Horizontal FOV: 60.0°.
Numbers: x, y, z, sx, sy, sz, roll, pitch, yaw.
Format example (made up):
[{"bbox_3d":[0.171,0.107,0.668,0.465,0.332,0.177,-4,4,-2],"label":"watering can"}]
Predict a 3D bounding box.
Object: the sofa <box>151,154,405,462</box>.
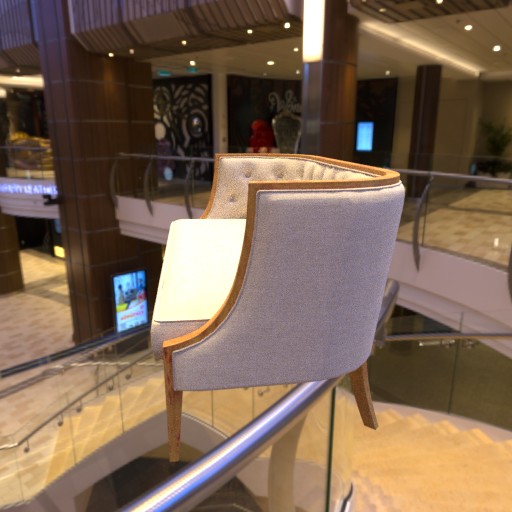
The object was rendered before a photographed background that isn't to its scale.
[{"bbox_3d":[0.000,0.000,1.873,0.770,0.775,1.474,-2,16,-8],"label":"sofa"}]
